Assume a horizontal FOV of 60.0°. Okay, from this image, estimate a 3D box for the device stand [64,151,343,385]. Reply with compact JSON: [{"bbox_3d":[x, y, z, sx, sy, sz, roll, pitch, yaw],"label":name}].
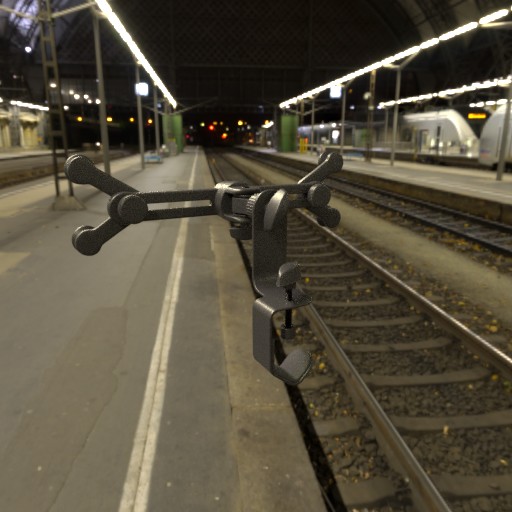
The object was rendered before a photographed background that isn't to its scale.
[{"bbox_3d":[0.000,0.000,0.371,0.270,0.166,0.142,-8,17,-27],"label":"device stand"}]
